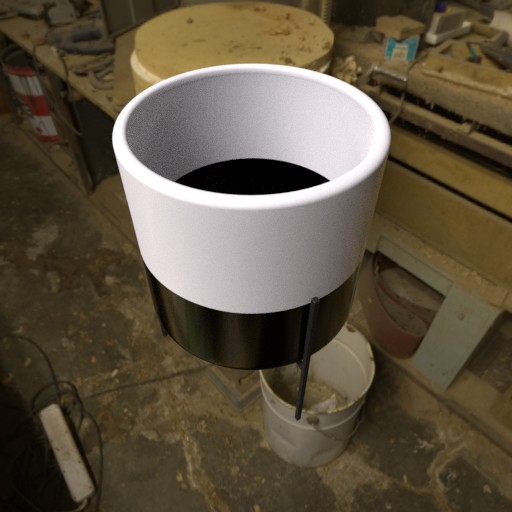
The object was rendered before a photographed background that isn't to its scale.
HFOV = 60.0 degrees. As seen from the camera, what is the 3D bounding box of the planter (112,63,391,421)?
[{"bbox_3d":[0.000,0.000,0.638,0.310,0.432,0.310,-32,53,-27],"label":"planter"}]
